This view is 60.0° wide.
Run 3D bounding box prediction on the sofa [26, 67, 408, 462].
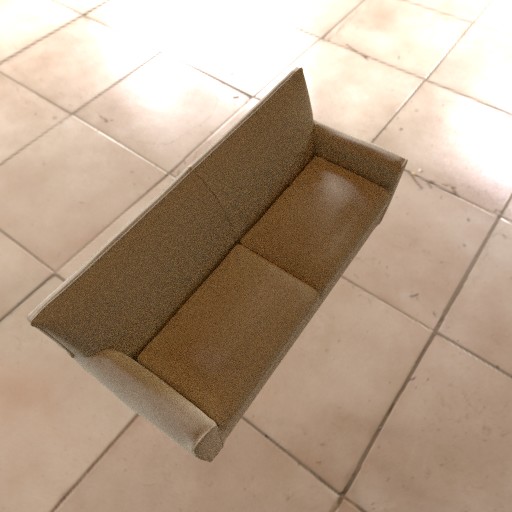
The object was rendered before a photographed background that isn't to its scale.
[{"bbox_3d":[0.000,0.000,2.429,0.841,0.907,2.001,31,63,18],"label":"sofa"}]
